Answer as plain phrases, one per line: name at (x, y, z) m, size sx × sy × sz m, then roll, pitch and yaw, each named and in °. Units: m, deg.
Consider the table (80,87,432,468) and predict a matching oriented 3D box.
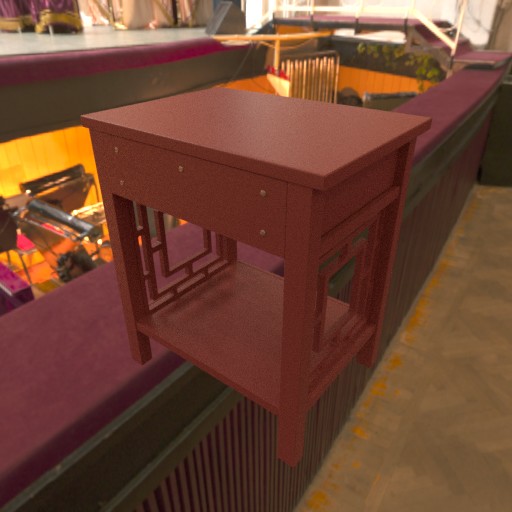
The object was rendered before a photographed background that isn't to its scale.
table at (0.000, 0.000, 1.112) m, size 0.599 × 0.686 × 0.451 m, roll 22°, pitch 37°, yaw 32°
